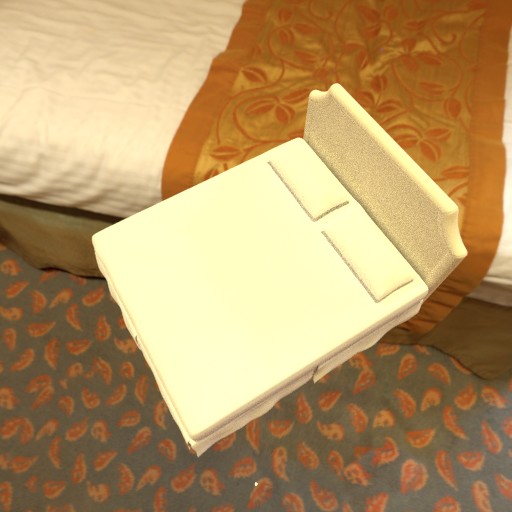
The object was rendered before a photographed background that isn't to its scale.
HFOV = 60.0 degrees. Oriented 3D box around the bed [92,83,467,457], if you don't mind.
[{"bbox_3d":[0.000,0.000,4.175,2.773,1.590,2.350,-28,66,-14],"label":"bed"}]
